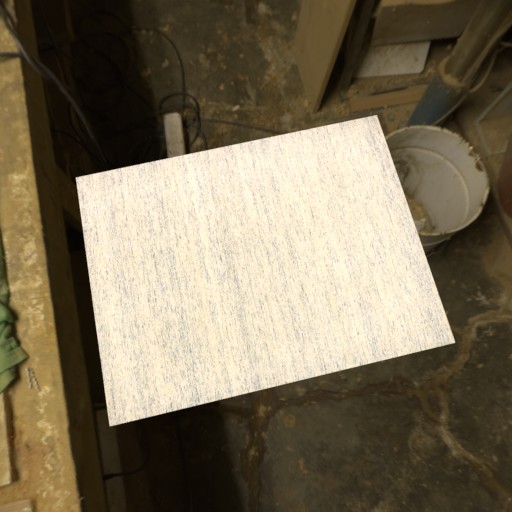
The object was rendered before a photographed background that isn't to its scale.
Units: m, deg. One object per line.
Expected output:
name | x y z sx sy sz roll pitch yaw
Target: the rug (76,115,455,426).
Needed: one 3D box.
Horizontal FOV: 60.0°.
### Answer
rug | 0.000 0.000 4.295 3.197 0.006 2.438 -13 75 -3
